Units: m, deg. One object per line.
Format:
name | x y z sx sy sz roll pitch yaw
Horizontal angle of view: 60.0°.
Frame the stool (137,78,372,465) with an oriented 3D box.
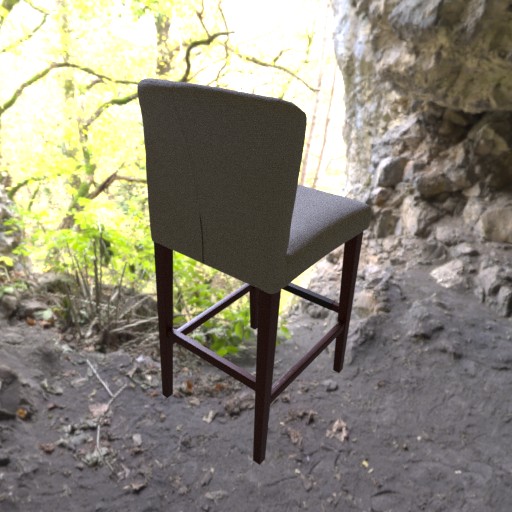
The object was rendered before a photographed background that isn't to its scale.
stool | 0.000 0.000 1.363 0.481 1.069 0.568 22 36 33
